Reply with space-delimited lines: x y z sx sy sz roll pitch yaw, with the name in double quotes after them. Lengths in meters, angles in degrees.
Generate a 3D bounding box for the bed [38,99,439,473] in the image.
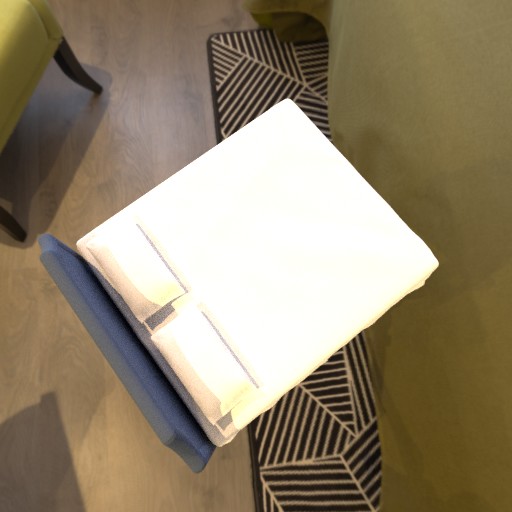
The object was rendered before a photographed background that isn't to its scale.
0.000 0.000 3.990 2.773 1.488 2.350 -37 78 -9 "bed"
